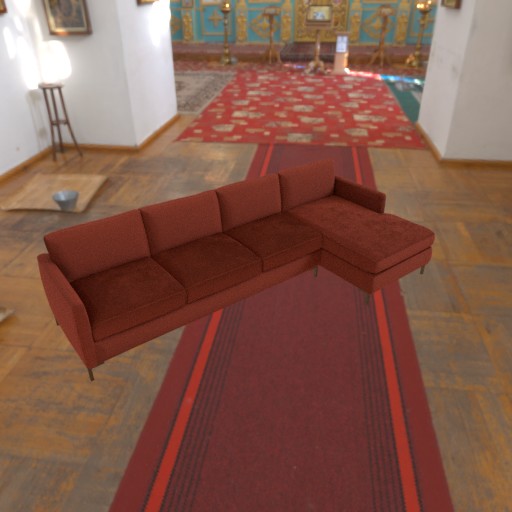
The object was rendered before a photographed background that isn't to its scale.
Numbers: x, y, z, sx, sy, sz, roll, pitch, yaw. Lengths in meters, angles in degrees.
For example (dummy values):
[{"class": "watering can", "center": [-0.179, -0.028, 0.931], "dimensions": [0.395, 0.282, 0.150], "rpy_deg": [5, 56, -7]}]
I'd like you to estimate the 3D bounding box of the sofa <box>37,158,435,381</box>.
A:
[{"class": "sofa", "center": [0.000, 0.000, 3.507], "dimensions": [2.932, 0.810, 1.350], "rpy_deg": [-21, 36, -32]}]
